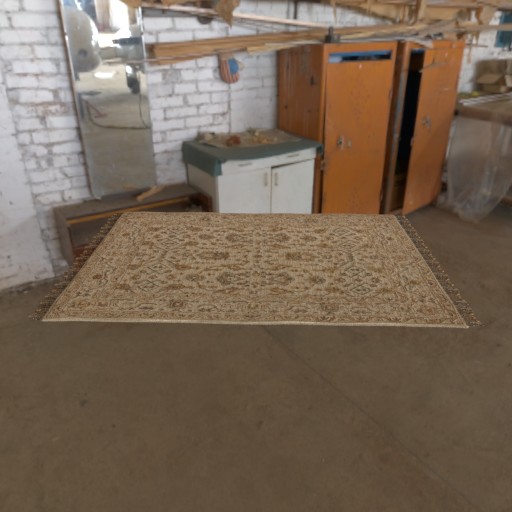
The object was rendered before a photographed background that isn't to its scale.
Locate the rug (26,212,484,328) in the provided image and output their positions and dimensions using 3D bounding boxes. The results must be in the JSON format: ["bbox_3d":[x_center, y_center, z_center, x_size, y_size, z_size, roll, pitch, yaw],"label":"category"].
[{"bbox_3d":[0.000,0.000,3.012,2.434,0.027,1.529,1,28,1],"label":"rug"}]
